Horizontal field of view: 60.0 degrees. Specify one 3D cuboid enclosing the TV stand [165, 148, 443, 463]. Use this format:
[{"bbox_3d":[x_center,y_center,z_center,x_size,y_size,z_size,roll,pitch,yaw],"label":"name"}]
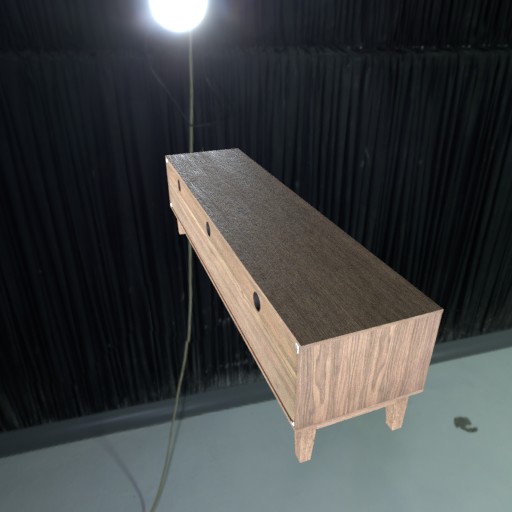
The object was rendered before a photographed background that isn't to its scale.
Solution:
[{"bbox_3d":[0.000,0.000,1.675,0.366,0.409,1.482,-10,31,-18],"label":"TV stand"}]
